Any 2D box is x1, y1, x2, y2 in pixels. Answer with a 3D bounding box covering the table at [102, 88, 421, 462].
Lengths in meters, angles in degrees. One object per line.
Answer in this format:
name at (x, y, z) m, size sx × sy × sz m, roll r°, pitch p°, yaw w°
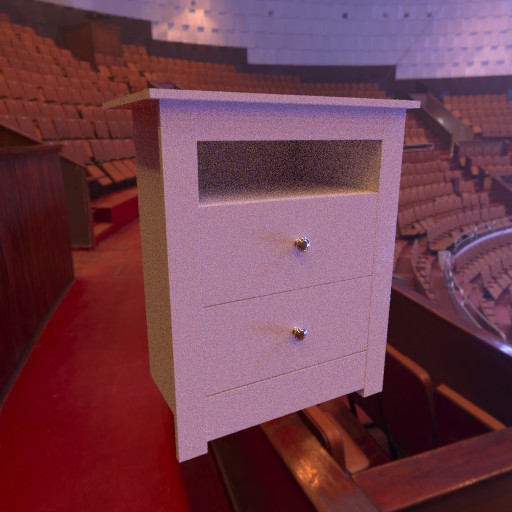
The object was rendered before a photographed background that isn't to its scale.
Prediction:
table at (0.000, 0.000, 1.083) m, size 0.589 × 0.711 × 0.406 m, roll -8°, pitch 17°, yaw -27°
